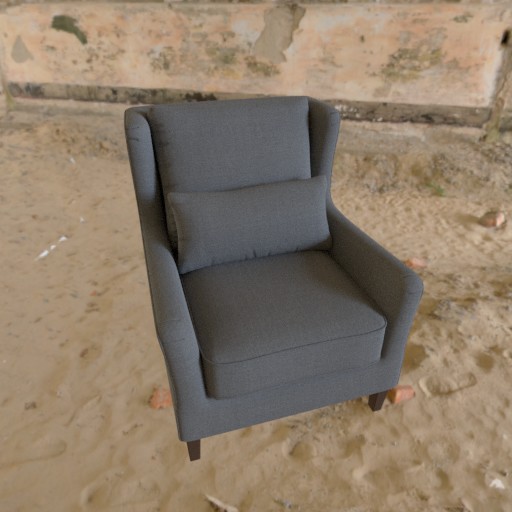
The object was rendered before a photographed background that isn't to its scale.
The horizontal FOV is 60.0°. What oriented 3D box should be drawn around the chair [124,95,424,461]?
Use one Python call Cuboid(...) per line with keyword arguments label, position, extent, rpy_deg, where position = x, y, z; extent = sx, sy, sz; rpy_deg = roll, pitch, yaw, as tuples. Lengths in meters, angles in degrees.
Cuboid(label="chair", position=(0.000, 0.000, 1.765), extent=(0.866, 1.056, 1.040), rpy_deg=(-9, 32, -15))
